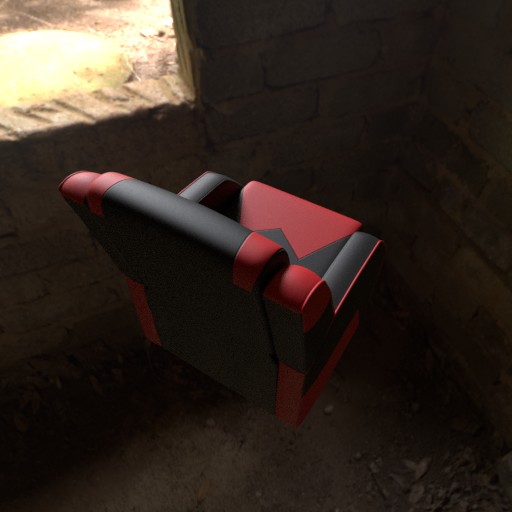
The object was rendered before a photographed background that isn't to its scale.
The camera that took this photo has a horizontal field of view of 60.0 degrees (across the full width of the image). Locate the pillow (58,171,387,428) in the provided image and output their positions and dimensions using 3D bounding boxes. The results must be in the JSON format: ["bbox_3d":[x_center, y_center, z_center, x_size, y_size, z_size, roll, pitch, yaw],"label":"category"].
[{"bbox_3d":[0.000,0.000,1.306,0.620,0.805,0.672,25,53,21],"label":"pillow"}]
